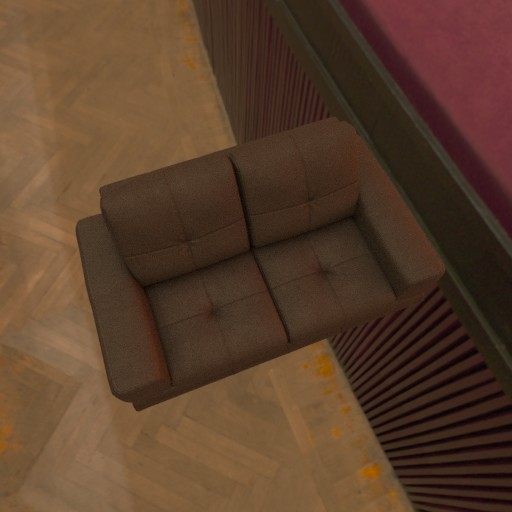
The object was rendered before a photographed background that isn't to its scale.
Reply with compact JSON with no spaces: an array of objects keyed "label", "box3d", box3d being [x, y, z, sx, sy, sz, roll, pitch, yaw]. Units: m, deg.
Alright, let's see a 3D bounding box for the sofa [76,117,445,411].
[{"label":"sofa","box3d":[0.000,0.000,2.442,1.806,0.907,1.018,-19,65,-9]}]
